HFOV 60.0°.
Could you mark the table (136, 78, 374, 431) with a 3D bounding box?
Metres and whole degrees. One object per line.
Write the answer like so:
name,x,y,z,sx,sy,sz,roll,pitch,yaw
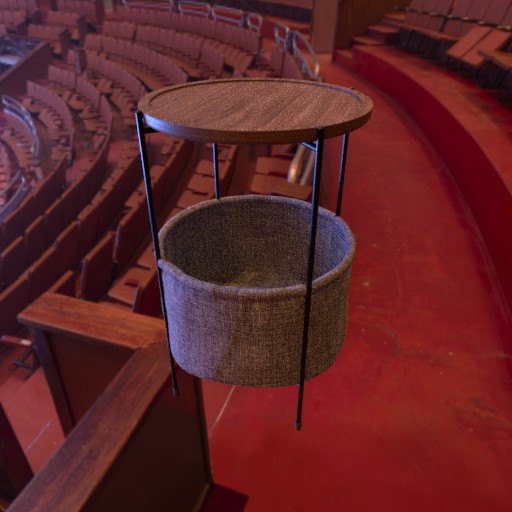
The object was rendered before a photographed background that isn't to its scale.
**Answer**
table,0.000,0.000,0.906,0.400,0.623,0.400,10,33,16
